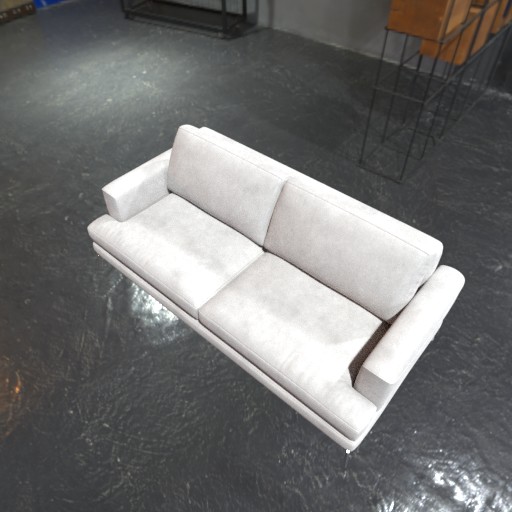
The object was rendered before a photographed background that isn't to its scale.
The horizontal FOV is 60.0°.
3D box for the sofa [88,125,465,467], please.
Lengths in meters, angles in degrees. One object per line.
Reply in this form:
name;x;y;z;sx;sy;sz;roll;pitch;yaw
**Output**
sofa;0.000;0.000;2.541;2.013;0.830;0.980;32;54;27
